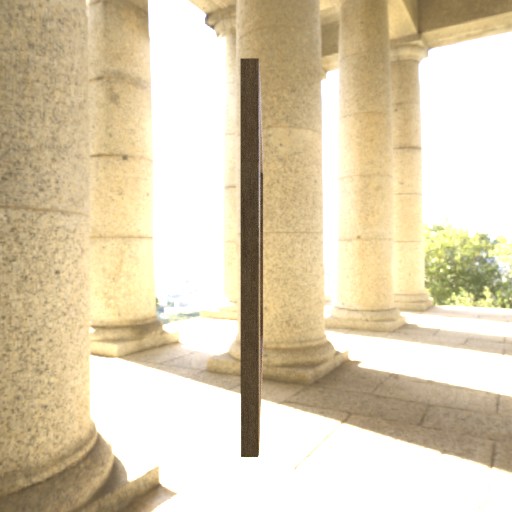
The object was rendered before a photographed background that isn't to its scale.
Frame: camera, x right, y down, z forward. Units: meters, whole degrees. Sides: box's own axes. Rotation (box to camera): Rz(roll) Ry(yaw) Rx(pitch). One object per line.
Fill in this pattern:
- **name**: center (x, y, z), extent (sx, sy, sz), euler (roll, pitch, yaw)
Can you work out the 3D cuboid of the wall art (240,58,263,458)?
- **wall art**: center (0.000, 0.000, 0.938), extent (0.026, 0.535, 0.690), euler (0, 1, 1)
